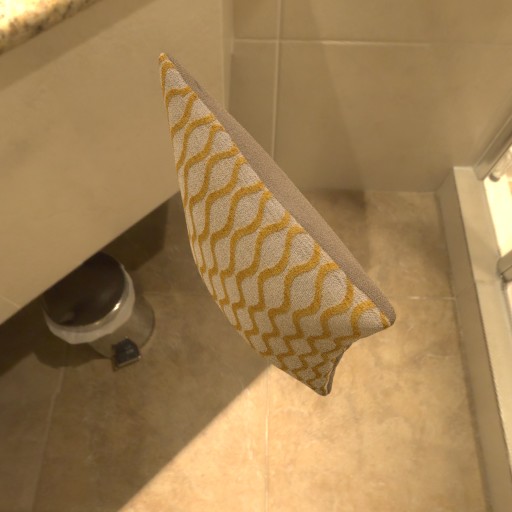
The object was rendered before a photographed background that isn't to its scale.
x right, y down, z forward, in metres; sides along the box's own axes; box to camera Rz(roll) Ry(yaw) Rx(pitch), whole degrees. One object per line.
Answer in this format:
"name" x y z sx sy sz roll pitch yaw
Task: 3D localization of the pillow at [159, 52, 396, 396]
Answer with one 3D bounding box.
"pillow" 0.000 0.000 0.668 0.159 0.436 0.429 -33 69 -14
